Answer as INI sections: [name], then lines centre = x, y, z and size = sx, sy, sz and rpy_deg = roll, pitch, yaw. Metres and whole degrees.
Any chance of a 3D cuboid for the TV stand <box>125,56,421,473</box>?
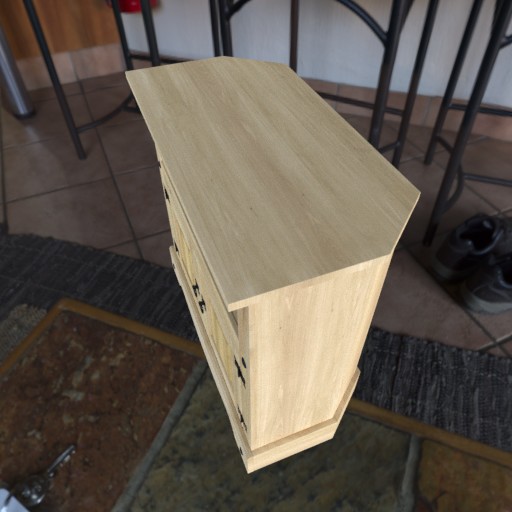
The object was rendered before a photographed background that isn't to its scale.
[TV stand]
centre = 0.000, 0.000, 1.262
size = 0.425, 0.781, 0.851
rpy_deg = -16, 48, -15
